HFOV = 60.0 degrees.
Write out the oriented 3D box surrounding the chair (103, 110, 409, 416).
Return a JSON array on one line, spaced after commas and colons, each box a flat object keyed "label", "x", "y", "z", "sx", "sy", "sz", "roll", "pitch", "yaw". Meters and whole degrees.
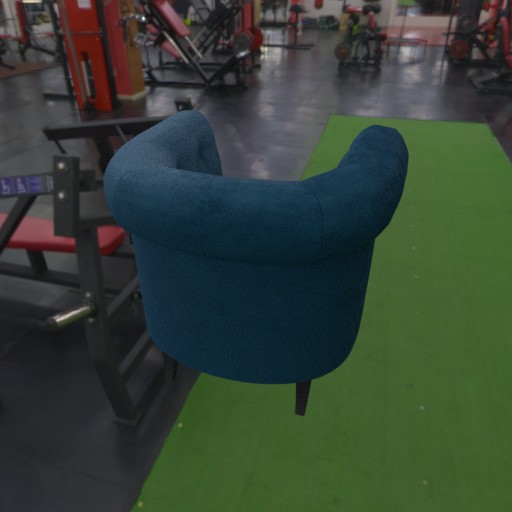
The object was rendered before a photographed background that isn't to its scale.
[{"label": "chair", "x": 0.000, "y": 0.000, "z": 1.551, "sx": 0.904, "sy": 0.826, "sz": 0.851, "roll": 9, "pitch": 33, "yaw": 15}]
